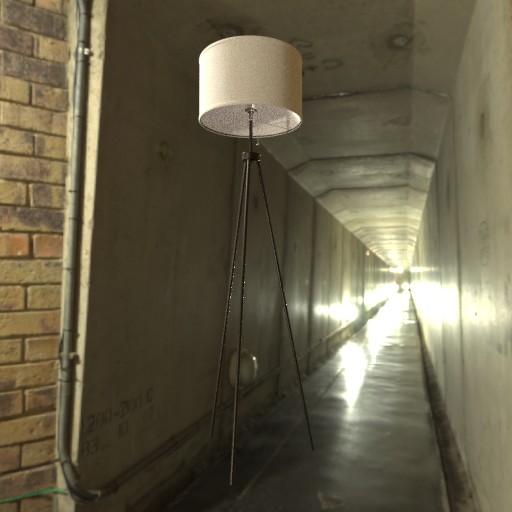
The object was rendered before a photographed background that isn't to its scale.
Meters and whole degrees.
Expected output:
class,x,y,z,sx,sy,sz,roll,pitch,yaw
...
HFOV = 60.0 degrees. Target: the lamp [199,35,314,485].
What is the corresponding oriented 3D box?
class,x,y,z,sx,sy,sz,roll,pitch,yaw
lamp,0.000,0.000,1.760,0.458,1.545,0.448,1,-2,-19
